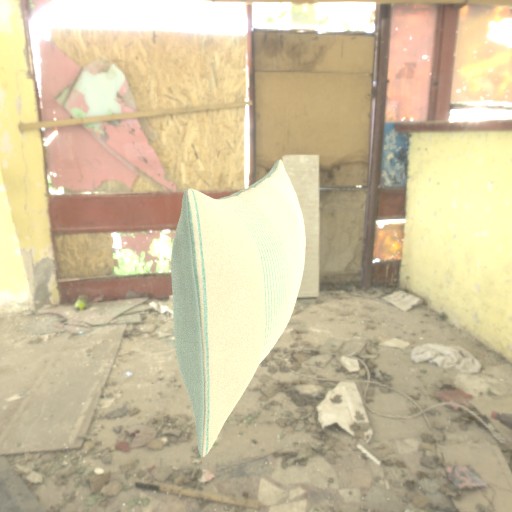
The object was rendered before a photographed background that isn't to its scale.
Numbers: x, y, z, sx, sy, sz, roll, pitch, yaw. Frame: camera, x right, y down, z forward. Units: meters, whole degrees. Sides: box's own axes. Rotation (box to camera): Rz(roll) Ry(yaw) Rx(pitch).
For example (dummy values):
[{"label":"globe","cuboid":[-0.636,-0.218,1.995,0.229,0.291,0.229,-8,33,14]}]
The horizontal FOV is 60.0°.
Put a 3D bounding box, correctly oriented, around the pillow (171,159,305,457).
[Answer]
[{"label":"pillow","cuboid":[0.000,0.000,0.725,0.151,0.287,0.610,3,15,11]}]
